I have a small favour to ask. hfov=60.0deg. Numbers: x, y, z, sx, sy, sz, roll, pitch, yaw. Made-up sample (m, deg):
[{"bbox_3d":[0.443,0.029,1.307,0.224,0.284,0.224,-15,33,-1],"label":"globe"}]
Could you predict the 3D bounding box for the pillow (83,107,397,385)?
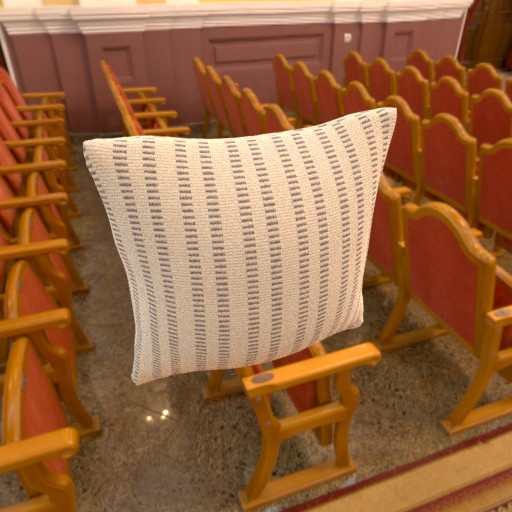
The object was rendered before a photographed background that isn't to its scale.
[{"bbox_3d":[0.000,0.000,0.690,0.438,0.419,0.247,-11,35,-17],"label":"pillow"}]
